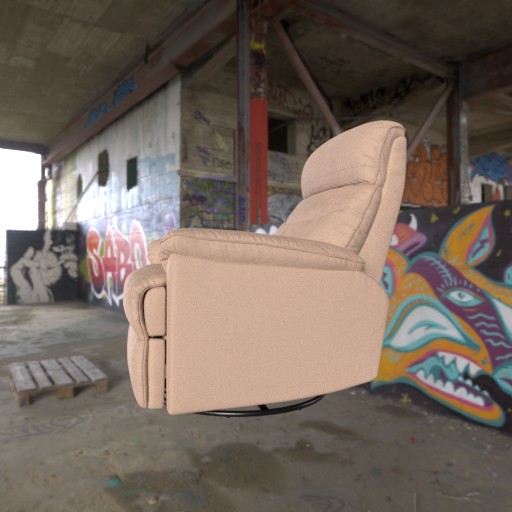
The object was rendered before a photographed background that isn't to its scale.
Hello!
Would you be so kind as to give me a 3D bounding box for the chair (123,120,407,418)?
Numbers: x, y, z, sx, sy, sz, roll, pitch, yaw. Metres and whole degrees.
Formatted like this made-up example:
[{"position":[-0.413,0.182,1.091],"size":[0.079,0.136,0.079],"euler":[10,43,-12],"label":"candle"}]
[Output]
[{"position":[0.000,0.000,1.749],"size":[1.004,1.037,0.820],"euler":[0,0,-17],"label":"chair"}]
